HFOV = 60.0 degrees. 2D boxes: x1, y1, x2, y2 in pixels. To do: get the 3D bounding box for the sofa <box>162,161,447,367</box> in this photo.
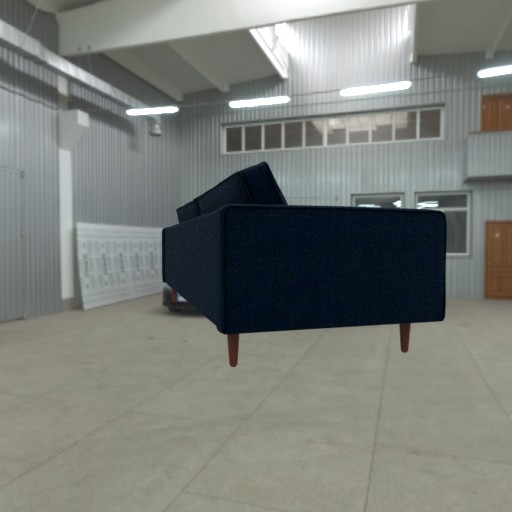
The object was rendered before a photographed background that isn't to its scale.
[{"bbox_3d":[0.000,0.000,2.630,0.914,0.762,2.210,0,2,-17],"label":"sofa"}]
